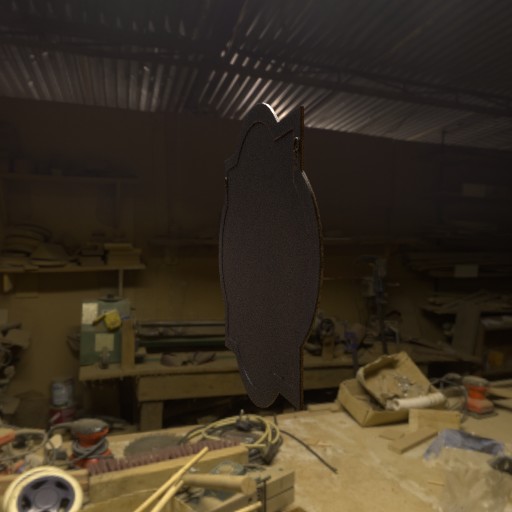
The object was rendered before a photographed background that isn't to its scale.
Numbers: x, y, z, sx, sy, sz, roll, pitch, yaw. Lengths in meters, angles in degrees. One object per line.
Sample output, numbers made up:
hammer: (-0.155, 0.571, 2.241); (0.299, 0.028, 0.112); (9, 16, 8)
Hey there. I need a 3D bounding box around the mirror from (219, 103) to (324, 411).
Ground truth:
mirror: (0.000, 0.000, 1.055); (0.019, 0.686, 0.686); (0, 2, -18)
